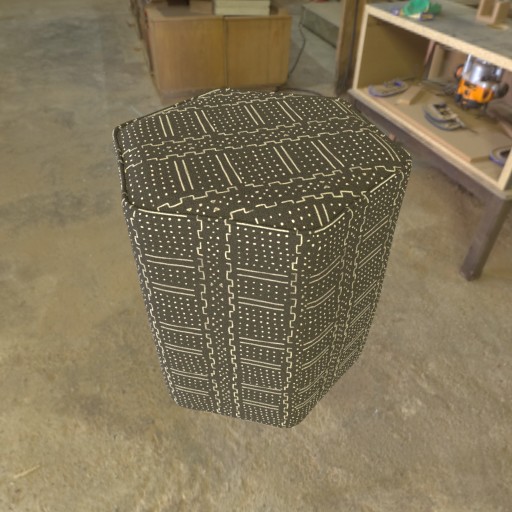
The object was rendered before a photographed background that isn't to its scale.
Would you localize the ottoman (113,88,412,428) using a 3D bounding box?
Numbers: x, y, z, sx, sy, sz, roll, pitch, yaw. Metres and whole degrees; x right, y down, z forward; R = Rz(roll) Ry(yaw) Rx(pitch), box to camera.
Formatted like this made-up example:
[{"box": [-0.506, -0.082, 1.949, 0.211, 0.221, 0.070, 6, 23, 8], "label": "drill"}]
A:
[{"box": [0.000, 0.000, 0.865, 0.443, 0.502, 0.494, -12, 43, -13], "label": "ottoman"}]
